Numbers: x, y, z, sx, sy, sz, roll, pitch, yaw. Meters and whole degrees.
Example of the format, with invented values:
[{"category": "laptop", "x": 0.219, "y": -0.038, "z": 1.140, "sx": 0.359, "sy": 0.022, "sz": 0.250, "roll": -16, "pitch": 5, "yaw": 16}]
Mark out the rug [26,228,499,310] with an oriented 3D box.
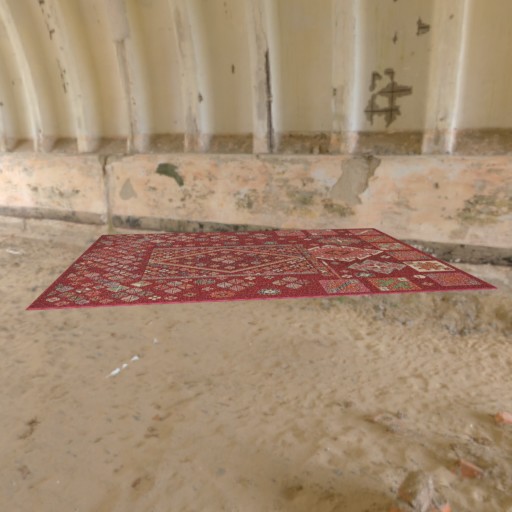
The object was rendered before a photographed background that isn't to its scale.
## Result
[{"category": "rug", "x": 0.000, "y": 0.000, "z": 4.208, "sx": 3.306, "sy": 0.011, "sz": 2.389, "roll": -2, "pitch": 14, "yaw": -7}]
